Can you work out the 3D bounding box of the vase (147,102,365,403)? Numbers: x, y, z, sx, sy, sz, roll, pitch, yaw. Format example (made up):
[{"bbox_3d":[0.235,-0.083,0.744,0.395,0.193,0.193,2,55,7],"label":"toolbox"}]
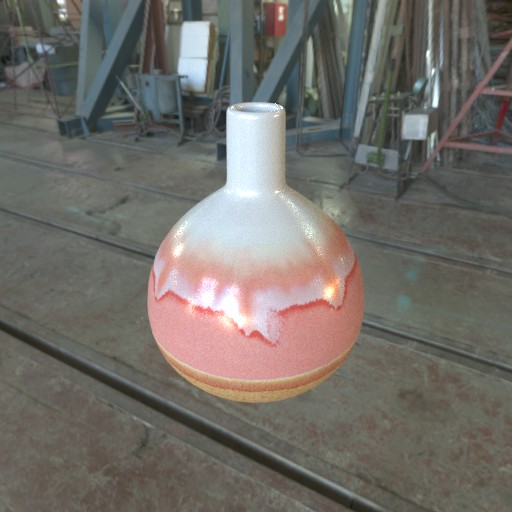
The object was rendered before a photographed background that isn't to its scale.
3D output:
[{"bbox_3d":[0.000,0.000,0.272,0.137,0.176,0.137,0,29,0],"label":"vase"}]
